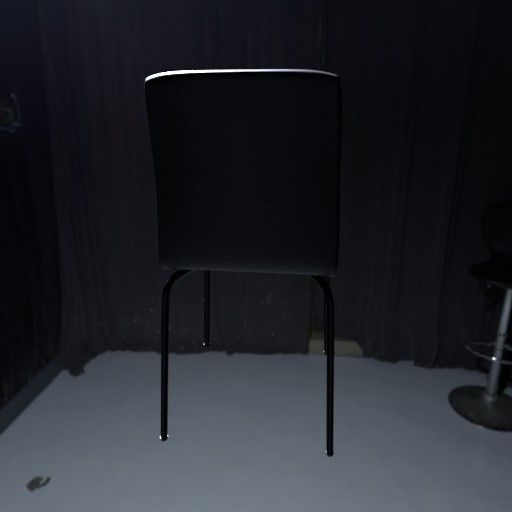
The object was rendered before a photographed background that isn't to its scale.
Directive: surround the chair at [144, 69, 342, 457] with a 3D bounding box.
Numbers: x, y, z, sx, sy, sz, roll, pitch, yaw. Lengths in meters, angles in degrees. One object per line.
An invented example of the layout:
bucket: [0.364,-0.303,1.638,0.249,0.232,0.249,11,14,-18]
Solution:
chair: [0.000,0.000,1.185,0.450,0.872,0.572,2,17,7]
